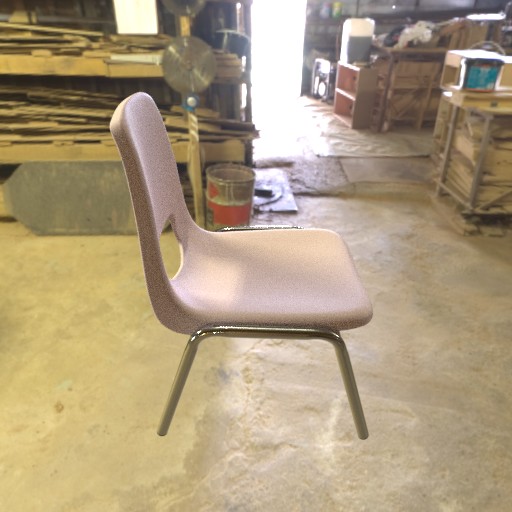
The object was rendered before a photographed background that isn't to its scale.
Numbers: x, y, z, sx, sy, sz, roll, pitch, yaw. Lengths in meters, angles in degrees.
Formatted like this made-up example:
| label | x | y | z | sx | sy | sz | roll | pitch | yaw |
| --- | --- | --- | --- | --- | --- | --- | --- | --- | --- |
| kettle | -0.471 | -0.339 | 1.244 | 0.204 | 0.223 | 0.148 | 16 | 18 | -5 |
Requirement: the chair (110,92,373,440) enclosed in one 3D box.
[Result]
| label | x | y | z | sx | sy | sz | roll | pitch | yaw |
| --- | --- | --- | --- | --- | --- | --- | --- | --- | --- |
| chair | 0.000 | 0.000 | 0.779 | 0.385 | 0.537 | 0.354 | 0 | 30 | -1 |
